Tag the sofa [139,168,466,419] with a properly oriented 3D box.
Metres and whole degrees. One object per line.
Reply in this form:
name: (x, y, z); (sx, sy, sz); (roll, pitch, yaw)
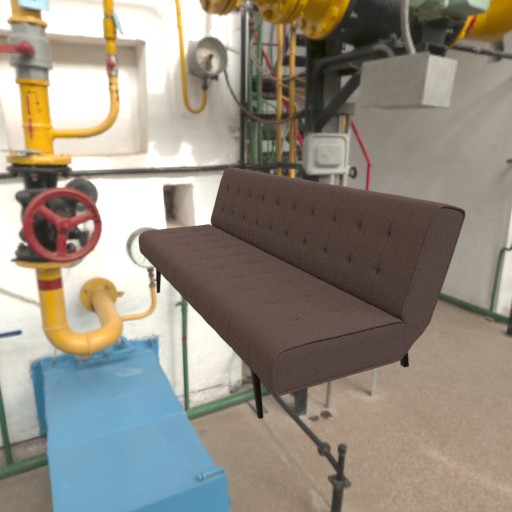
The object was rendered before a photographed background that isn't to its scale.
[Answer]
sofa: (0.000, 0.000, 2.090); (0.747, 0.699, 1.703); (-8, 17, -25)
